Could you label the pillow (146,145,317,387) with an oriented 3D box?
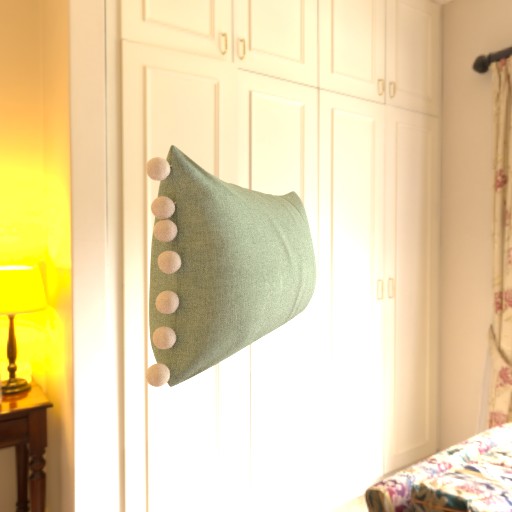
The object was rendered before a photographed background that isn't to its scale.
[{"bbox_3d":[0.000,0.000,0.858,0.201,0.322,0.709,1,2,19],"label":"pillow"}]
